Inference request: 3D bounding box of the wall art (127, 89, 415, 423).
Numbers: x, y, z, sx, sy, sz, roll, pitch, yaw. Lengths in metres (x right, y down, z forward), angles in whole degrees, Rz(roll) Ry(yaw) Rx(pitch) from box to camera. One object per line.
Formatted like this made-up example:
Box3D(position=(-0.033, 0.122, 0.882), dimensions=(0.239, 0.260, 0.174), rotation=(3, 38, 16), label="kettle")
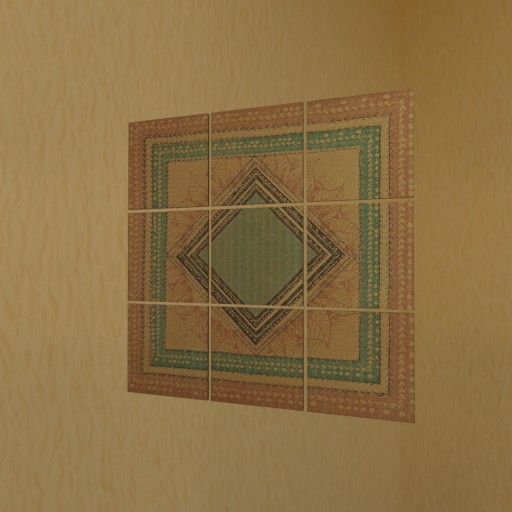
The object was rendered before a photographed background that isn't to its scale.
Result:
Box3D(position=(0.000, 0.000, 1.808), dimensions=(1.215, 1.213, 0.013), rotation=(0, -1, 19), label="wall art")
